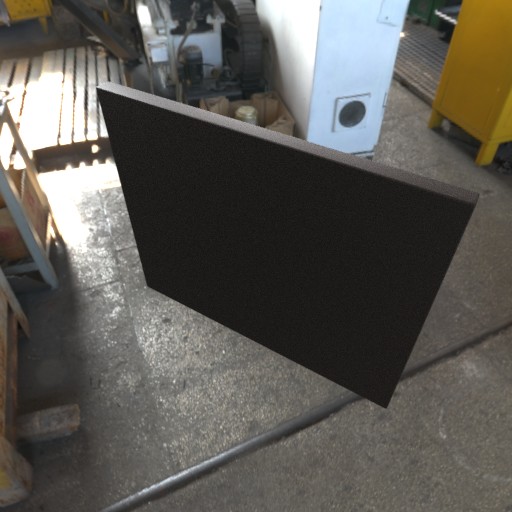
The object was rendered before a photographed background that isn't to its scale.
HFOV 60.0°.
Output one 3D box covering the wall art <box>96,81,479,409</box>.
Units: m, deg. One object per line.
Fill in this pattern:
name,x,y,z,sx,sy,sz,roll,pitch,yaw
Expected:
wall art,0.000,0.000,0.737,0.558,0.457,0.031,23,49,22
